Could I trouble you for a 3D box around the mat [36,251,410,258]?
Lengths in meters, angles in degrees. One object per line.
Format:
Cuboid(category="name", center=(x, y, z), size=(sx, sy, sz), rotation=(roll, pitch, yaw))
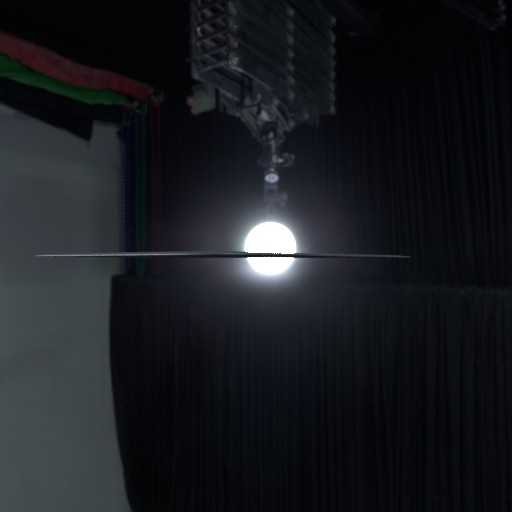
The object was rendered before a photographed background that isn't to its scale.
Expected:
Cuboid(category="mat", center=(0.000, 0.000, 1.887), size=(0.918, 0.013, 1.524), rotation=(0, -1, 36))
